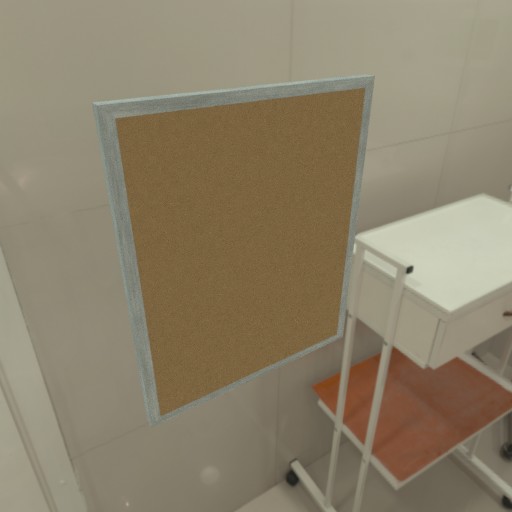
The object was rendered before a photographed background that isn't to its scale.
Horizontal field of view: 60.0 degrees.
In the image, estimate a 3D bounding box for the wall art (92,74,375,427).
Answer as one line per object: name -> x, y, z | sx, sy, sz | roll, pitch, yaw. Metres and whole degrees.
wall art -> 0.000, 0.000, 0.808 | 0.479, 0.582, 0.022 | -18, 34, -28
